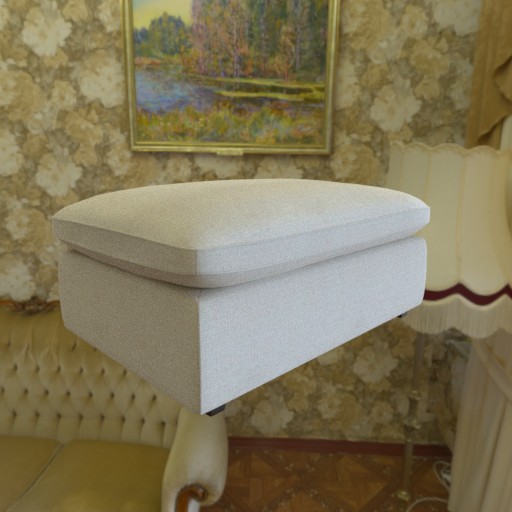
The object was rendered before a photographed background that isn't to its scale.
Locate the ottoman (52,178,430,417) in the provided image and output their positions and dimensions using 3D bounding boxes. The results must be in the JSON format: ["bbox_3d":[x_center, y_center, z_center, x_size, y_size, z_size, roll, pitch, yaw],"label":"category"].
[{"bbox_3d":[0.000,0.000,1.352,0.984,0.453,0.686,-12,18,-43],"label":"ottoman"}]
